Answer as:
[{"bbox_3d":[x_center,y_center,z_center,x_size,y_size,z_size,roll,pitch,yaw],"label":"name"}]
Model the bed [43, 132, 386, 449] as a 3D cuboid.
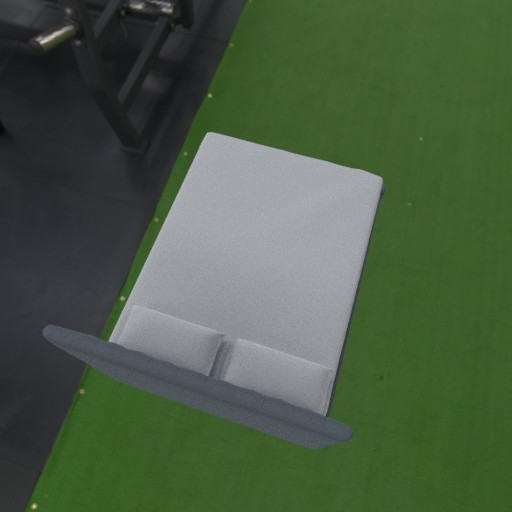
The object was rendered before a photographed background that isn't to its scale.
[{"bbox_3d":[0.000,0.000,3.305,1.698,1.427,2.231,17,66,7],"label":"bed"}]
